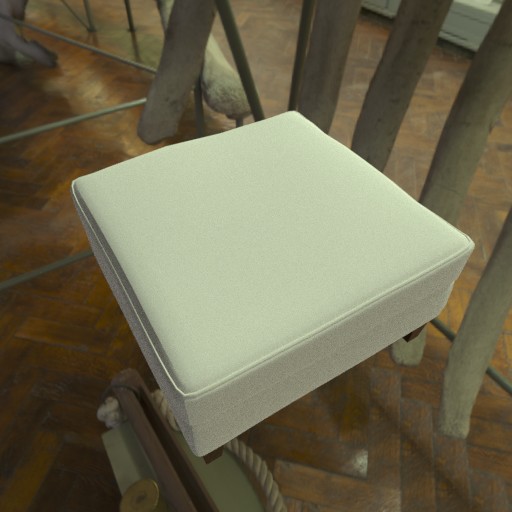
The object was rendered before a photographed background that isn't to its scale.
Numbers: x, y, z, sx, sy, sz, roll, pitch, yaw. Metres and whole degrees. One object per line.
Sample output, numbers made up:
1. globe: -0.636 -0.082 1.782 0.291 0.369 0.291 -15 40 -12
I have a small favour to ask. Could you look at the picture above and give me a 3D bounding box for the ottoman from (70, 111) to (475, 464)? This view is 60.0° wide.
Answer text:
1. ottoman: 0.000 0.000 1.352 0.838 0.479 0.838 -24 51 -21
